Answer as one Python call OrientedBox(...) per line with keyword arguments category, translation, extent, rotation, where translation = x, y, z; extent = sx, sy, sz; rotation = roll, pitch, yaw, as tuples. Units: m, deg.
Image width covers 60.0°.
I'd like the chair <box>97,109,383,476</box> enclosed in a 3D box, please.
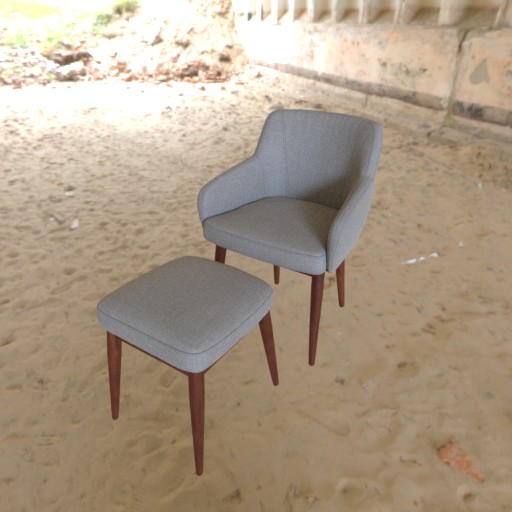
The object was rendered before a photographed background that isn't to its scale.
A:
OrientedBox(category="chair", translation=(0.000, 0.000, 1.533), extent=(0.584, 0.799, 1.107), rotation=(18, 33, 29))
